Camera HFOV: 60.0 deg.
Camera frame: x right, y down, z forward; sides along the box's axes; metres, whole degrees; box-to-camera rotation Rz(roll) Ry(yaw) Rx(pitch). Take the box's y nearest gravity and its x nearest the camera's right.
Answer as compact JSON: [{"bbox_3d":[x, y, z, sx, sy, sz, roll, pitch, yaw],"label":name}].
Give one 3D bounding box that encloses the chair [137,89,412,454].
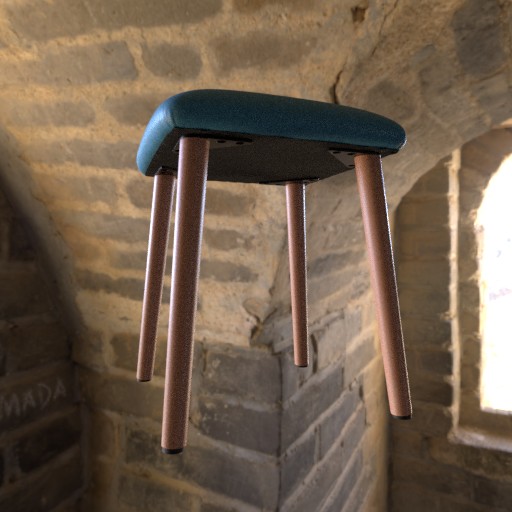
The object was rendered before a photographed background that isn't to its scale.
[{"bbox_3d":[0.000,0.000,0.715,0.360,0.450,0.360,0,-1,-20],"label":"chair"}]
